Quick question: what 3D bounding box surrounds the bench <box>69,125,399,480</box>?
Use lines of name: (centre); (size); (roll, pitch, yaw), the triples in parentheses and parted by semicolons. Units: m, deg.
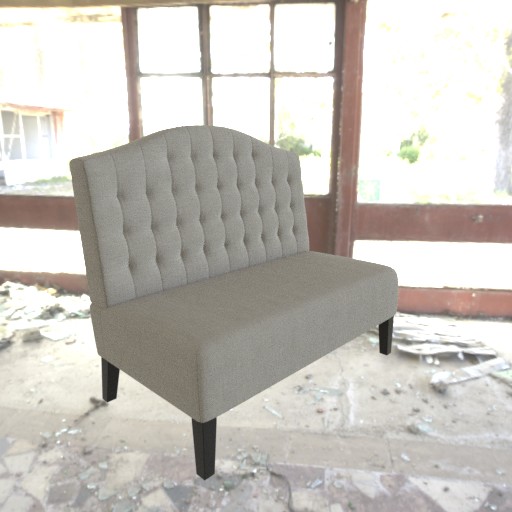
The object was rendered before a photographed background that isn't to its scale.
bench: (0.000, 0.000, 2.050); (0.815, 1.180, 1.335); (14, 20, 42)
